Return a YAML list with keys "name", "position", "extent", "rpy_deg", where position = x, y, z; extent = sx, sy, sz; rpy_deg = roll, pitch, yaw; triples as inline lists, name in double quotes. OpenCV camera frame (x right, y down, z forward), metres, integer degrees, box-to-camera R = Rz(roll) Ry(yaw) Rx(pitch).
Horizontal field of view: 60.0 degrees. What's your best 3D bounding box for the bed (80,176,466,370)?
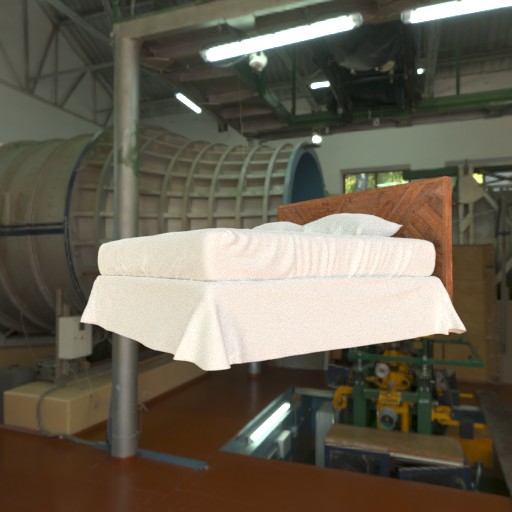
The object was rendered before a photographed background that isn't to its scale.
- name: "bed"
  position: [0.000, 0.000, 3.477]
  extent: [2.165, 1.158, 2.255]
  rpy_deg: [1, -2, -35]
